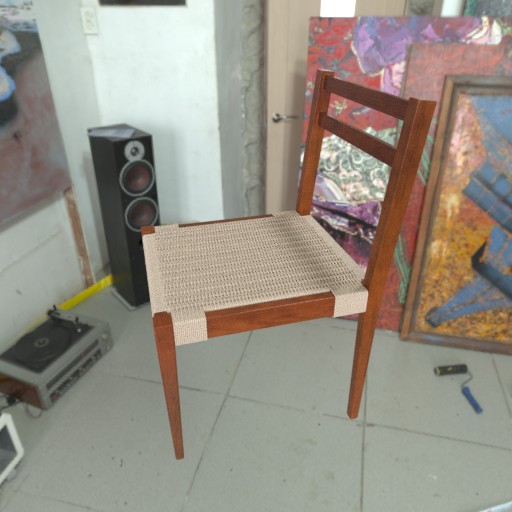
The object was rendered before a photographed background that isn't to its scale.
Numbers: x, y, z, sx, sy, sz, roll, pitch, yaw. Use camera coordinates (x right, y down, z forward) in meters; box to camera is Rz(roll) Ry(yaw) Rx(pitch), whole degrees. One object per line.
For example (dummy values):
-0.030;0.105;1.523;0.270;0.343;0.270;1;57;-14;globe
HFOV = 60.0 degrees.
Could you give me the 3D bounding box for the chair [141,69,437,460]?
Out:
0.000;0.000;1.175;0.569;0.851;0.495;-8;30;-14;chair
